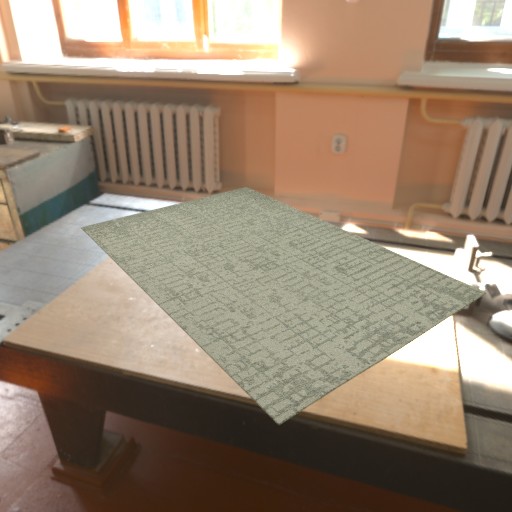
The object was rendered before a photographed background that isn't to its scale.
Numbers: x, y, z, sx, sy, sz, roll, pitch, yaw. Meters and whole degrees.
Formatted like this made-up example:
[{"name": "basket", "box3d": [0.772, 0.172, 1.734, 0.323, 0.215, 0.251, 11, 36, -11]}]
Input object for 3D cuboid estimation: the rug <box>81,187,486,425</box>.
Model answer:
[{"name": "rug", "box3d": [0.000, 0.000, 2.294, 1.211, 0.007, 1.827, -19, 33, -32]}]
